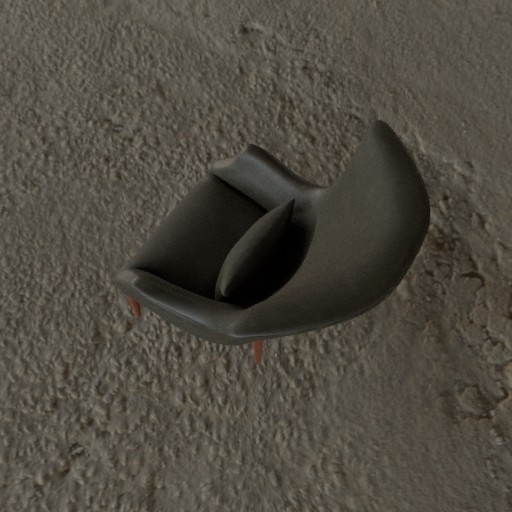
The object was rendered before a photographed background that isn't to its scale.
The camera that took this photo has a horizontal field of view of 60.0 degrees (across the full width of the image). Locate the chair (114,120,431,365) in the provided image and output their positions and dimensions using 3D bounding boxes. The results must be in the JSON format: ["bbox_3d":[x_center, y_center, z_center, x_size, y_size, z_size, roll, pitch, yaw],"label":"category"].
[{"bbox_3d":[0.000,0.000,1.700,0.954,1.068,0.819,31,68,14],"label":"chair"}]
